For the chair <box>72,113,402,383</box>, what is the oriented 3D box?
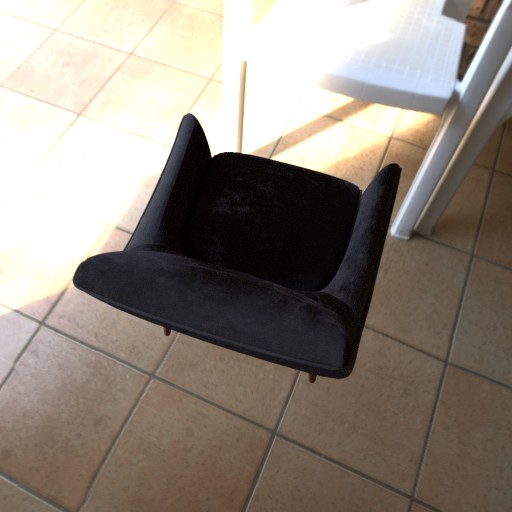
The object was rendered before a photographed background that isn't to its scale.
[{"bbox_3d":[0.000,0.000,1.439,0.762,0.838,0.787,16,64,8],"label":"chair"}]
